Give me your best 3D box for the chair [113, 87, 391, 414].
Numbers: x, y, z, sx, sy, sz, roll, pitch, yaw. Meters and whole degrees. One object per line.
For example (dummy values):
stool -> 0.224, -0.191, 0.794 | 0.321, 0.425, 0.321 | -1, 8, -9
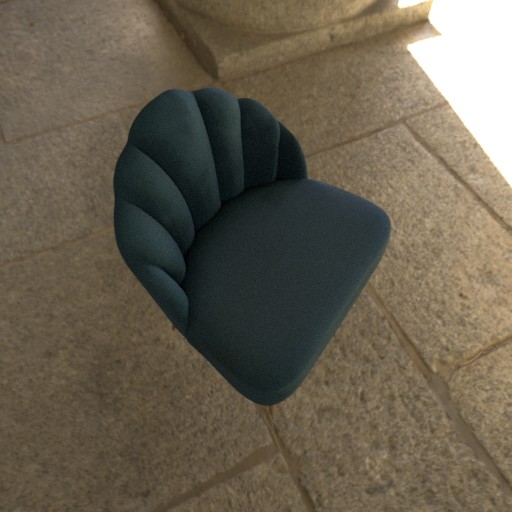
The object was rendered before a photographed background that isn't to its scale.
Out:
chair -> 0.000, 0.000, 1.273 | 0.599, 0.819, 0.657 | 30, 62, 18
